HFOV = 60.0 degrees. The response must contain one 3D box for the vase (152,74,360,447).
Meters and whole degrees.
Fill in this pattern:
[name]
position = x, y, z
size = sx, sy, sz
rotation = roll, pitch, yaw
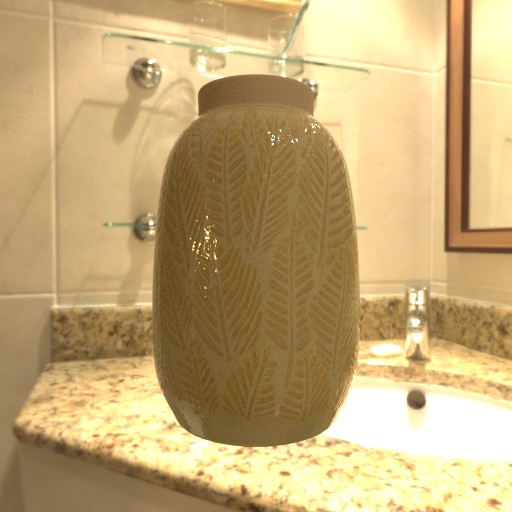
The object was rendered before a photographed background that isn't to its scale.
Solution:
[vase]
position = 0.000, 0.000, 0.376
size = 0.172, 0.270, 0.172
rotation = 0, 2, 0
